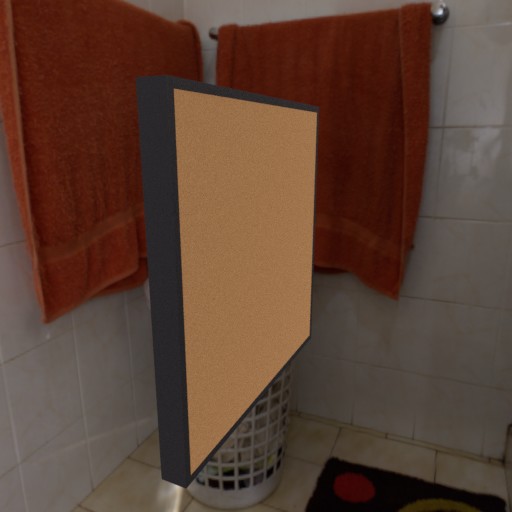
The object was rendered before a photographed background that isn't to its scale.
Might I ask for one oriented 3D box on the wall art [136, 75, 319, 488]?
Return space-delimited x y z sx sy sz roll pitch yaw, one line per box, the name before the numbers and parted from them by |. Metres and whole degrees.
wall art | 0.000 0.000 0.749 0.040 0.509 0.509 7 16 25
